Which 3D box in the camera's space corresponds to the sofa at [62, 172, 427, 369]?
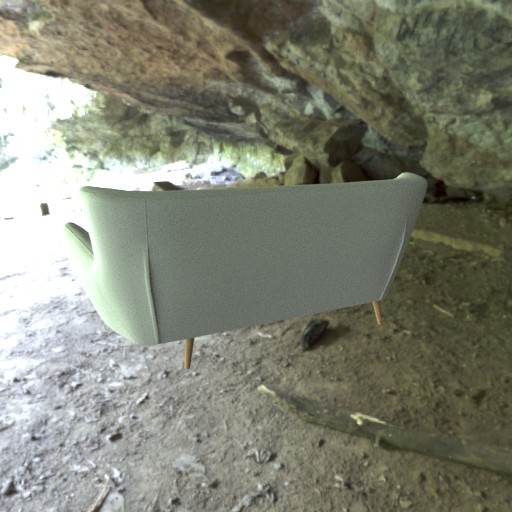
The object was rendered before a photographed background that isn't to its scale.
[{"bbox_3d":[0.000,0.000,2.472,1.930,0.890,0.899,-7,16,-25],"label":"sofa"}]
